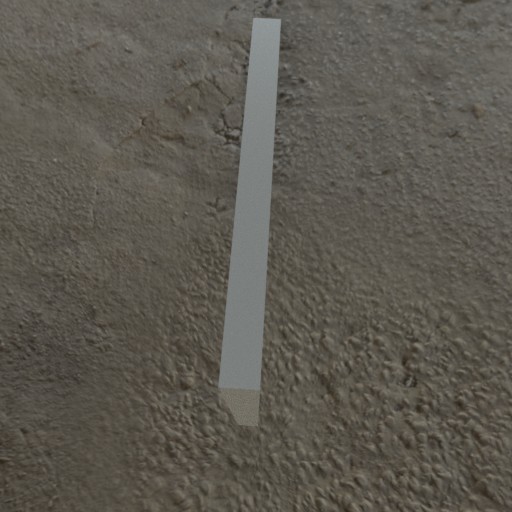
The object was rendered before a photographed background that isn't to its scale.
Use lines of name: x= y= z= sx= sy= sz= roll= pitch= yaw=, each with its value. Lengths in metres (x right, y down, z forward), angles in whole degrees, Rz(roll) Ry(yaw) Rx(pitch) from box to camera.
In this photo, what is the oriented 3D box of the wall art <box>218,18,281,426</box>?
wall art: x=0.000 y=0.000 z=0.526 sx=0.027 sy=0.355 sz=0.355 roll=3 pitch=65 yaw=1
